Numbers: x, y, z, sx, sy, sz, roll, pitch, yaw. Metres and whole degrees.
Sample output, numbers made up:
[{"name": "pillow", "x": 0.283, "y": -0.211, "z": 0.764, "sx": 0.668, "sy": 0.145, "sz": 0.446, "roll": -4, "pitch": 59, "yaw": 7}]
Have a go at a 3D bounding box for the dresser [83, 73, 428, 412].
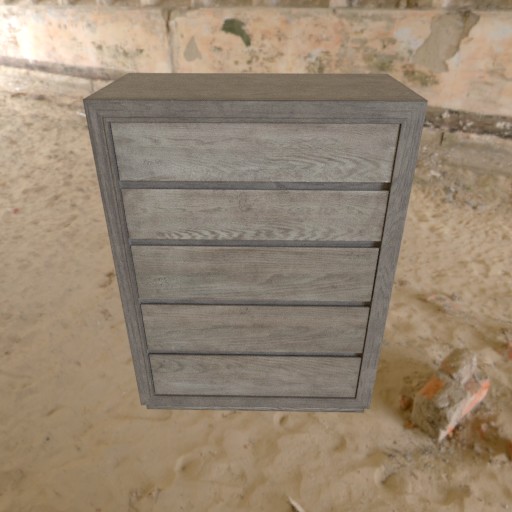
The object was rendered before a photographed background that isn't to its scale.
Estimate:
[{"name": "dresser", "x": 0.000, "y": 0.000, "z": 1.773, "sx": 0.967, "sy": 1.295, "sz": 0.483, "roll": 1, "pitch": 31, "yaw": 1}]
